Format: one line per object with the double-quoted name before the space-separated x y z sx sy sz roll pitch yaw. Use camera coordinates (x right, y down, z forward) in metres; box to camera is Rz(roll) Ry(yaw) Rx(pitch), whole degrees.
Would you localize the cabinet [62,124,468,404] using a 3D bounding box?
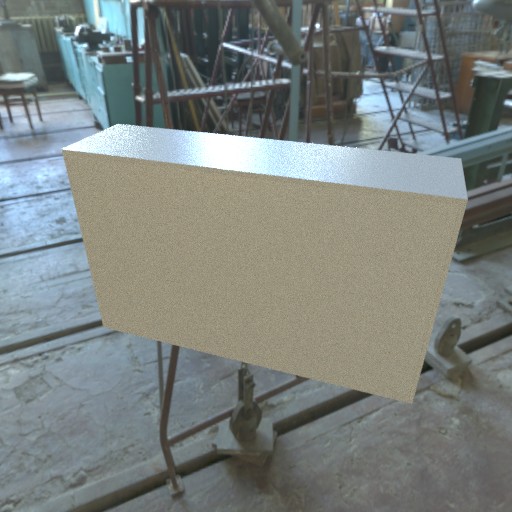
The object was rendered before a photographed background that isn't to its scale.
"cabinet" 0.000 0.000 1.896 1.450 0.900 0.380 10 33 16
